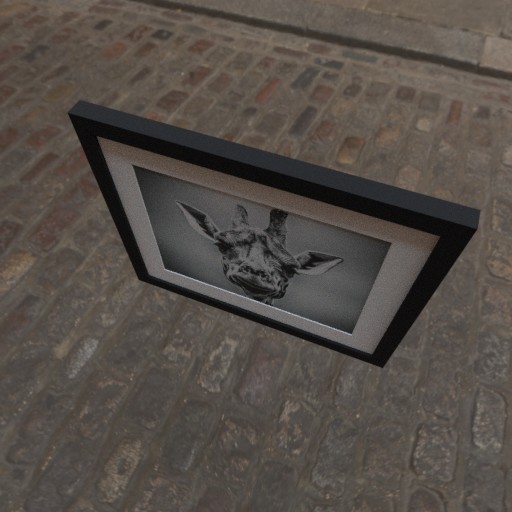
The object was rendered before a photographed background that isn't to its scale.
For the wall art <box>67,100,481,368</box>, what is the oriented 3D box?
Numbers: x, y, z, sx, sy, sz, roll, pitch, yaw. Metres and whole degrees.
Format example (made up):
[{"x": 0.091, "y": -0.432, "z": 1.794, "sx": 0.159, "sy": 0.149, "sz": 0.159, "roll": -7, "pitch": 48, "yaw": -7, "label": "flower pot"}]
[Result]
[{"x": 0.000, "y": 0.000, "z": 0.762, "sx": 0.558, "sy": 0.457, "sz": 0.031, "roll": 18, "pitch": 58, "yaw": 12, "label": "wall art"}]
